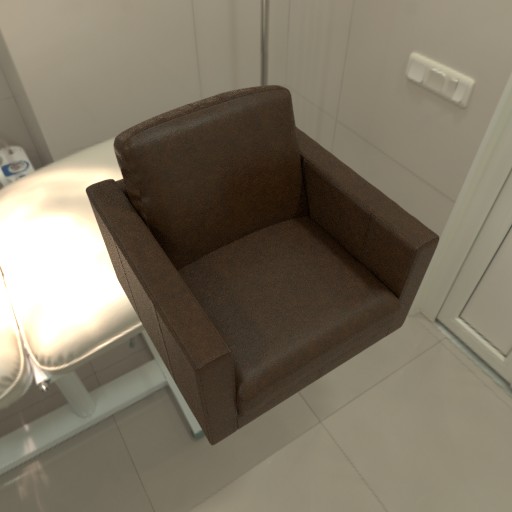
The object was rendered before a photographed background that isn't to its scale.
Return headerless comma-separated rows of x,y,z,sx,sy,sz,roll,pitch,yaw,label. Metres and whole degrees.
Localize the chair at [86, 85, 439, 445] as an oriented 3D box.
0.000,0.000,1.653,0.890,0.956,0.909,-25,52,-21,chair
